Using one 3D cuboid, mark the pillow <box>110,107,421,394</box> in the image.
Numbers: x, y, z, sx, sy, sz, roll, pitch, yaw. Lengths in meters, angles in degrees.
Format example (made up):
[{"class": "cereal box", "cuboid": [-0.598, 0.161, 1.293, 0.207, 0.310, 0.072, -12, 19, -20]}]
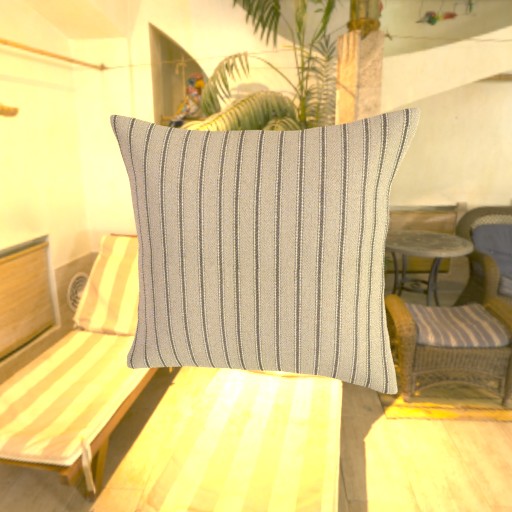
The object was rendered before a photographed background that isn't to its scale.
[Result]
[{"class": "pillow", "cuboid": [0.000, 0.000, 0.705, 0.468, 0.444, 0.138, 2, 15, 9]}]
